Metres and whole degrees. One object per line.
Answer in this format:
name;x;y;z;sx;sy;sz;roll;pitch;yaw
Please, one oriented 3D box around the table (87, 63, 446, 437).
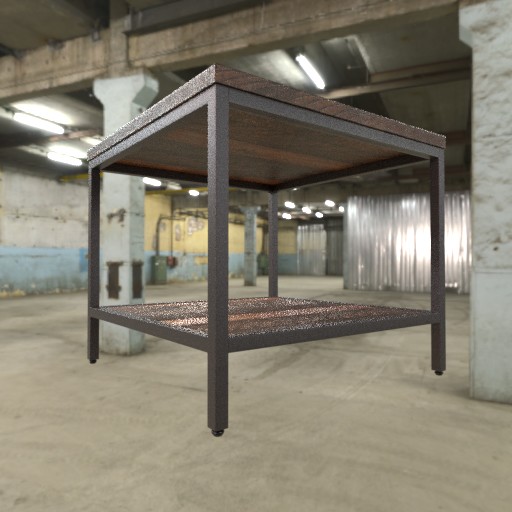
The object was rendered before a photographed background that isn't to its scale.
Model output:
table;0.000;0.000;0.950;0.548;0.482;0.553;1;-1;-37
